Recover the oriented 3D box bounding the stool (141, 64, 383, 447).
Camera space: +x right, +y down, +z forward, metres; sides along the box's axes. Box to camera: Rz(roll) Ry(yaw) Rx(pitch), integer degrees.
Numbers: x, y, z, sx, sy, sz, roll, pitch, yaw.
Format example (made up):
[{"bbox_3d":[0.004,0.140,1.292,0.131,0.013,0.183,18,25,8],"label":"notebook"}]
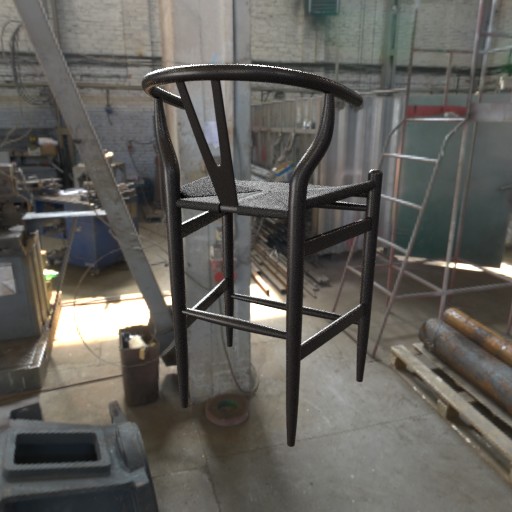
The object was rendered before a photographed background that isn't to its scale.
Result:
[{"bbox_3d":[0.000,0.000,1.288,0.569,0.970,0.579,9,19,27],"label":"stool"}]
